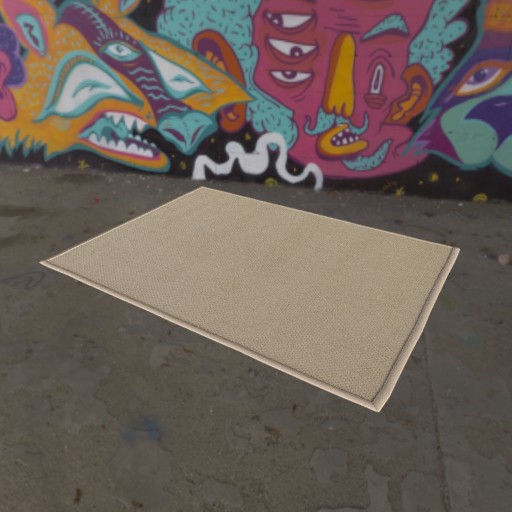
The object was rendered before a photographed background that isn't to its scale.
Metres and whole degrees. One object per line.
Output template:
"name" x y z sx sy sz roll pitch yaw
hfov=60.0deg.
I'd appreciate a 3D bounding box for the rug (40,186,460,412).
"rug" 0.000 0.000 2.696 2.081 0.020 1.525 17 34 28
